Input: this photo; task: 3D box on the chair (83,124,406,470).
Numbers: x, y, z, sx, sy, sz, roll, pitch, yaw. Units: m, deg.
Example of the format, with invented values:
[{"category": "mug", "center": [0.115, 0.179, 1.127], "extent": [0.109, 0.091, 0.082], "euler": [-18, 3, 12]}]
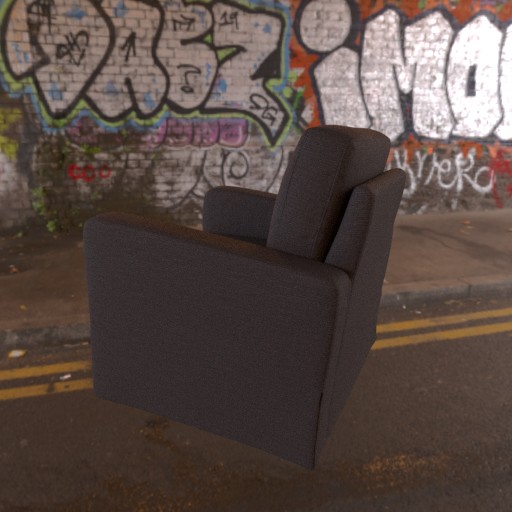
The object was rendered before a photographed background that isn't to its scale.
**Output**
[{"category": "chair", "center": [0.000, 0.000, 1.503], "extent": [0.863, 0.855, 0.798], "euler": [8, 18, 24]}]
